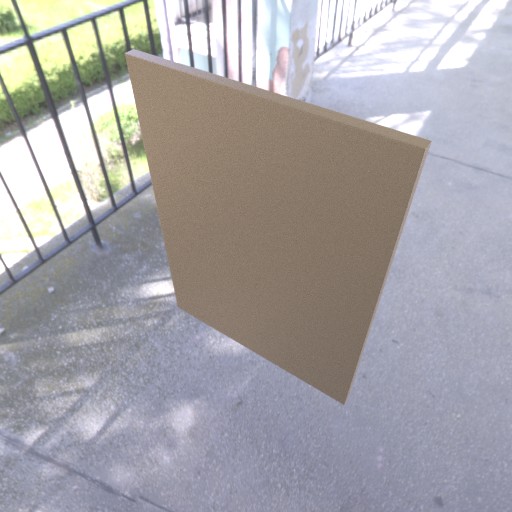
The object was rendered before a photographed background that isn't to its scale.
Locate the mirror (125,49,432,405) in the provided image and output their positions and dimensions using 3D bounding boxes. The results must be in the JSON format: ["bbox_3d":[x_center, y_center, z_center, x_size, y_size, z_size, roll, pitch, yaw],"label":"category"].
[{"bbox_3d":[0.000,0.000,1.319,0.756,1.023,0.032,26,52,23],"label":"mirror"}]
